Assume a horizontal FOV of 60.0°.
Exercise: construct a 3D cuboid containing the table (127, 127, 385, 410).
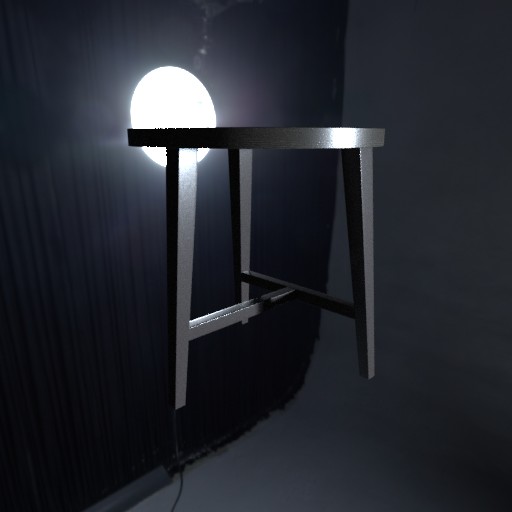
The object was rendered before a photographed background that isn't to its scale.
[{"bbox_3d":[0.000,0.000,0.963,0.500,0.531,0.500,0,15,0],"label":"table"}]
